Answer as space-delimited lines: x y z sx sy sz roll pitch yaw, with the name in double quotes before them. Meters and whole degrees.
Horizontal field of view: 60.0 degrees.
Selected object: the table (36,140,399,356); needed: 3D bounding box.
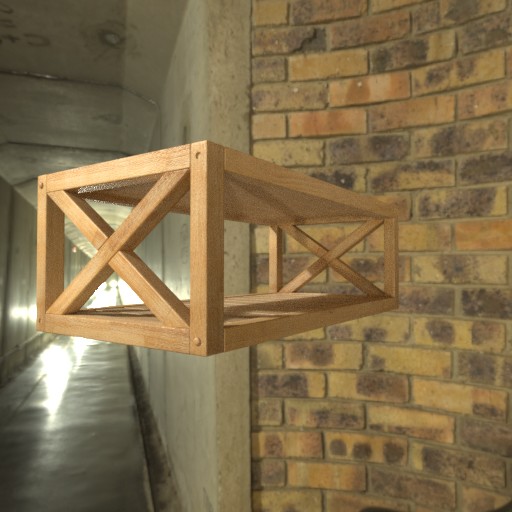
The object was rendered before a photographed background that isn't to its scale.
"table" 0.000 0.000 1.651 0.660 0.457 1.321 -1 -2 35
